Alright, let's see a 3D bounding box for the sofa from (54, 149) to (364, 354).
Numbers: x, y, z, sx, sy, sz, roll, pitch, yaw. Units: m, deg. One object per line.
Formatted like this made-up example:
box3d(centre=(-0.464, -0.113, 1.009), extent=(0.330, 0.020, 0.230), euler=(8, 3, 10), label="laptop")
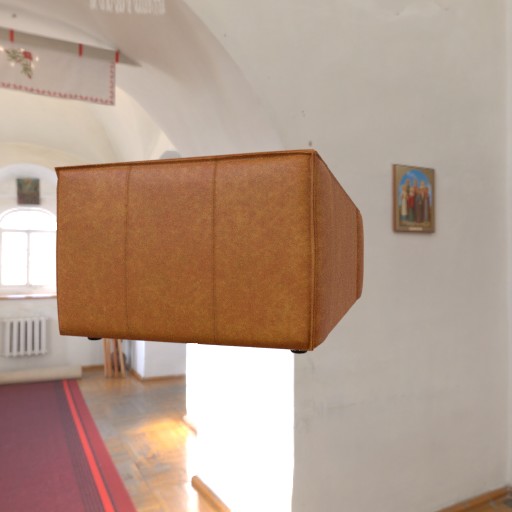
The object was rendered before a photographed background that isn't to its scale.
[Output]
box3d(centre=(0.000, 0.000, 2.554), extent=(1.102, 0.703, 2.088), euler=(0, 0, 17), label="sofa")
